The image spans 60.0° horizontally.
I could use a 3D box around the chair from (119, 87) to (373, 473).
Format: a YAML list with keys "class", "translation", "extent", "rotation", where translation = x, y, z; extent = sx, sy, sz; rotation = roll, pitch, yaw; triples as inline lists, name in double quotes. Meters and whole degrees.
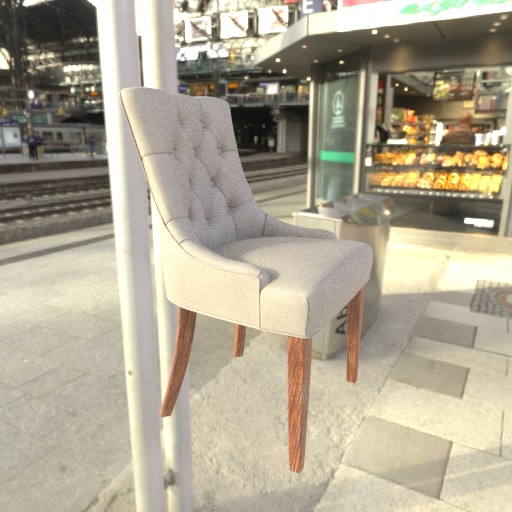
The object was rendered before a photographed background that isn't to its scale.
- class: "chair"
  translation: [0.000, 0.000, 1.227]
  extent: [0.565, 0.874, 0.509]
  rotation: [8, 16, 27]
